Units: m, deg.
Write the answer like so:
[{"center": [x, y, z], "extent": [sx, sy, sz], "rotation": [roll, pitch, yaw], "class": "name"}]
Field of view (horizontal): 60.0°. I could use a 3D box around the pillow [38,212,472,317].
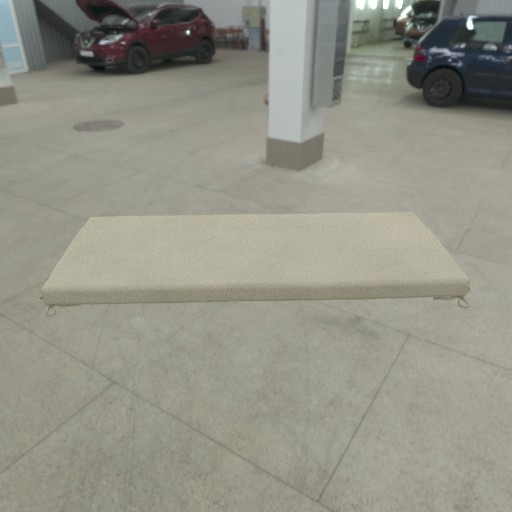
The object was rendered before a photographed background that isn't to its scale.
[{"center": [0.000, 0.000, 1.359], "extent": [1.187, 0.081, 0.492], "rotation": [-1, 30, -2], "class": "pillow"}]
